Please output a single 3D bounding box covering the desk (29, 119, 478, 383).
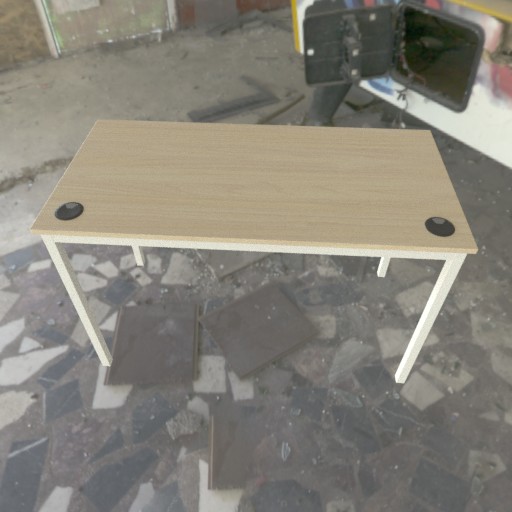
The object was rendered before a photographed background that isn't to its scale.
[{"bbox_3d":[0.000,0.000,1.656,1.200,0.750,0.600,3,46,3],"label":"desk"}]
